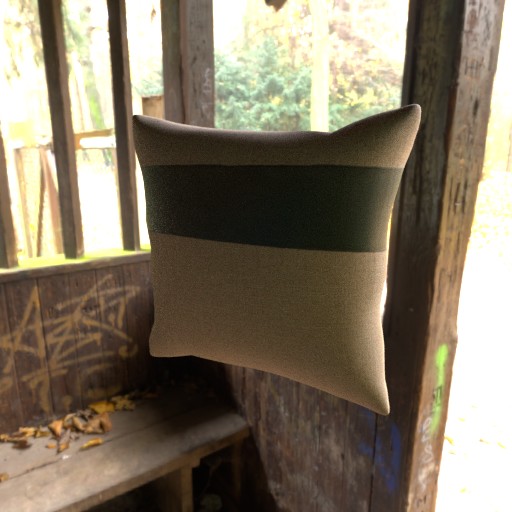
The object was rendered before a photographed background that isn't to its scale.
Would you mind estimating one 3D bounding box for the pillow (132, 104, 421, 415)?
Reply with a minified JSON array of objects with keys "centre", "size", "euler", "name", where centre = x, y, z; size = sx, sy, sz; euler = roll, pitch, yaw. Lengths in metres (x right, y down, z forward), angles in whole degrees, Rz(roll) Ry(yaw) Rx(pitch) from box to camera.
[{"centre":[0.000,0.000,0.634],"size":[0.414,0.399,0.173],"euler":[7,16,25],"name":"pillow"}]
